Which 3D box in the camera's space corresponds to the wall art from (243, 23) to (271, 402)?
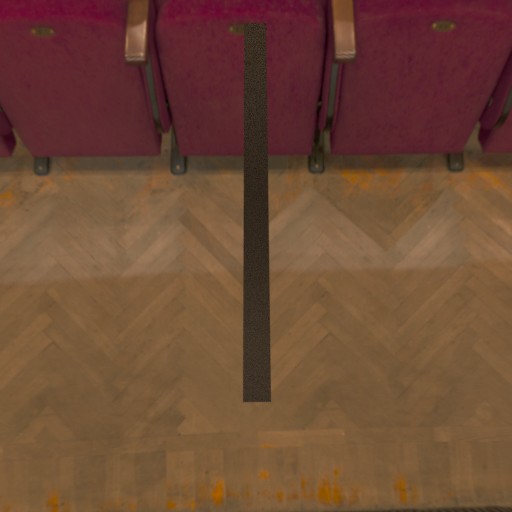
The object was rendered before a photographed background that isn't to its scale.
[{"bbox_3d":[0.000,0.000,0.769,0.028,0.557,0.457,0,74,0],"label":"wall art"}]
